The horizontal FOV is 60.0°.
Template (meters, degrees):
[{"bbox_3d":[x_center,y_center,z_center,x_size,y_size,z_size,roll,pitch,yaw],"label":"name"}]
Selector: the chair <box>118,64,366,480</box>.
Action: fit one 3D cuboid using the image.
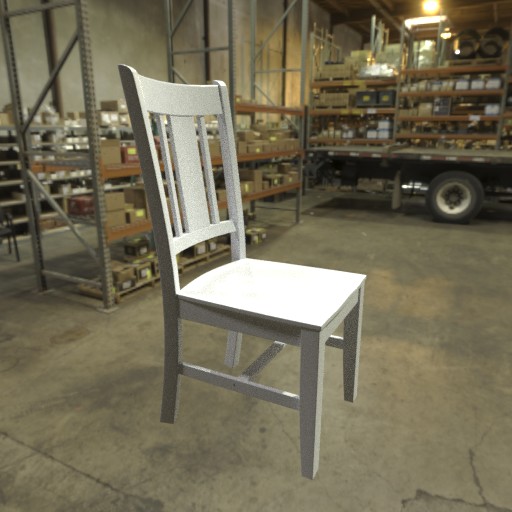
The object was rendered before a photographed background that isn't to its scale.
[{"bbox_3d":[0.000,0.000,1.271,0.555,0.998,0.450,8,18,26],"label":"chair"}]
